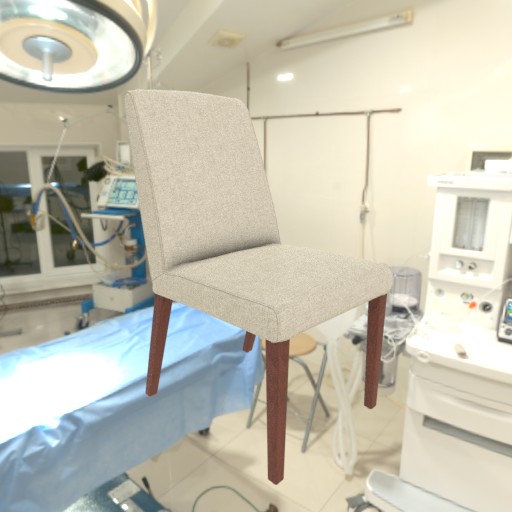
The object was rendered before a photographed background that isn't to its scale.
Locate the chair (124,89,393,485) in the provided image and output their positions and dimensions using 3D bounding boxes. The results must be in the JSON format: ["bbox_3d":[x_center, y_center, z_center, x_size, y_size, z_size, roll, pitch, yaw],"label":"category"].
[{"bbox_3d":[0.000,0.000,1.230,0.594,0.900,0.480,14,19,43],"label":"chair"}]
